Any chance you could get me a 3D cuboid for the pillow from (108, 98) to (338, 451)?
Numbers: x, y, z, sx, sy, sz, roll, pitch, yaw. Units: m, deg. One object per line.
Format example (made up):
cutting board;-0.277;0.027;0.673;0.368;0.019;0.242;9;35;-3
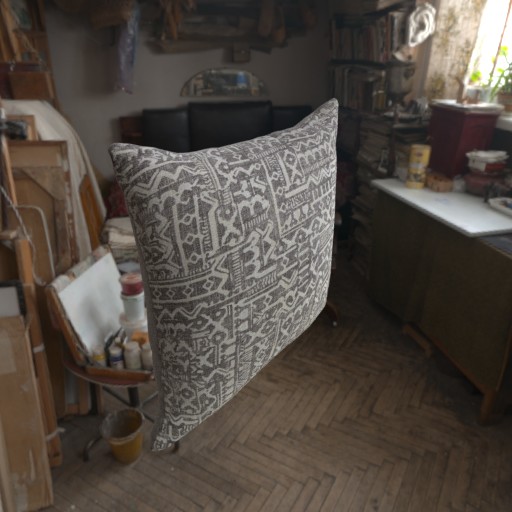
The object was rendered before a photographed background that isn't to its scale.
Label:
pillow;0.000;0.000;0.788;0.180;0.487;0.546;18;31;33
